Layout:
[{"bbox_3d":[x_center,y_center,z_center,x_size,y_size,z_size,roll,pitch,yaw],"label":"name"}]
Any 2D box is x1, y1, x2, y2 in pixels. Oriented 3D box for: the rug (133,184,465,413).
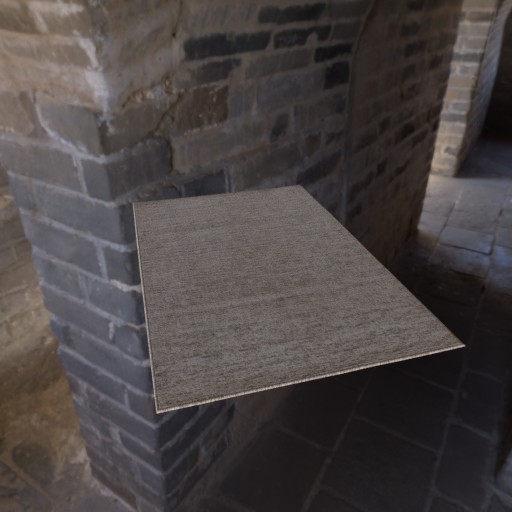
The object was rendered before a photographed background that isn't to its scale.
[{"bbox_3d":[0.000,0.000,2.375,1.211,0.018,1.822,-8,31,-14],"label":"rug"}]
